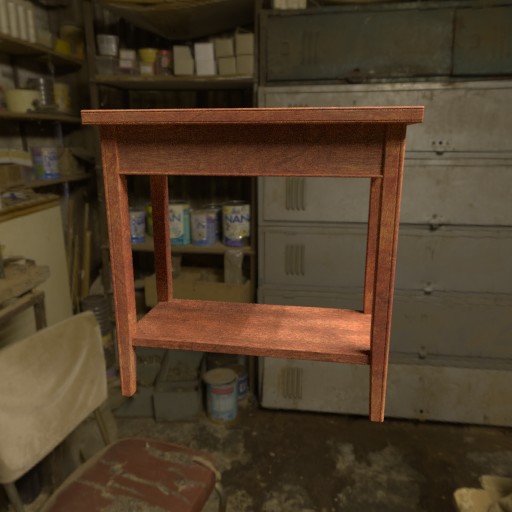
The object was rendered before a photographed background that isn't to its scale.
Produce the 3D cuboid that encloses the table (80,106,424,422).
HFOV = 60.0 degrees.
[{"bbox_3d":[0.000,0.000,0.994,0.610,0.610,0.305,3,15,9],"label":"table"}]
